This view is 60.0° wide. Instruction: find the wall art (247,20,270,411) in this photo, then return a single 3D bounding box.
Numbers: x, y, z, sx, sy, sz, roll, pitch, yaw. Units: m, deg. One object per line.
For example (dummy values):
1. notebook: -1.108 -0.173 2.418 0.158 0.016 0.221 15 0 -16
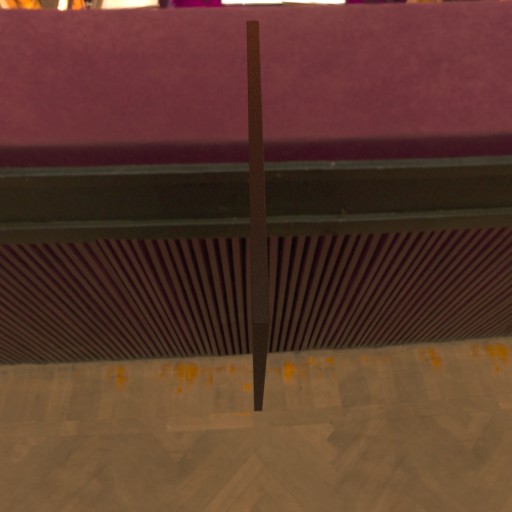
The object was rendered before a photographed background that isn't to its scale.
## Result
1. wall art: 0.000 0.000 1.371 0.030 1.027 0.774 -1 63 -1
